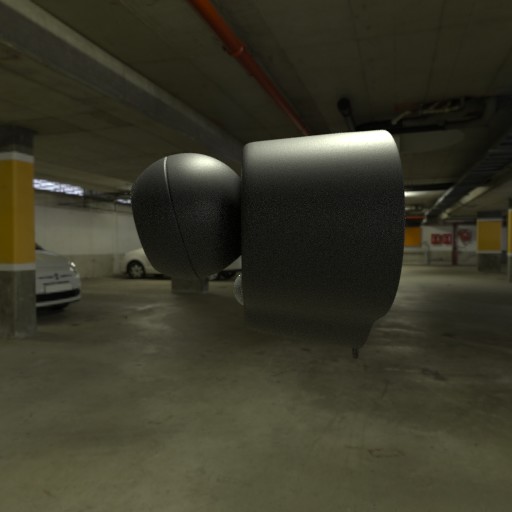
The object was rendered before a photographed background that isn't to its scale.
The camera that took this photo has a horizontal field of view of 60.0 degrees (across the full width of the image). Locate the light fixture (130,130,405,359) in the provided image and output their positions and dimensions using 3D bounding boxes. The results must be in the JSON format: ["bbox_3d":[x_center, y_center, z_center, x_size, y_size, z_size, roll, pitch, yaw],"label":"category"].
[{"bbox_3d":[0.000,0.000,0.341,0.159,0.159,0.229,0,1,0],"label":"light fixture"}]
